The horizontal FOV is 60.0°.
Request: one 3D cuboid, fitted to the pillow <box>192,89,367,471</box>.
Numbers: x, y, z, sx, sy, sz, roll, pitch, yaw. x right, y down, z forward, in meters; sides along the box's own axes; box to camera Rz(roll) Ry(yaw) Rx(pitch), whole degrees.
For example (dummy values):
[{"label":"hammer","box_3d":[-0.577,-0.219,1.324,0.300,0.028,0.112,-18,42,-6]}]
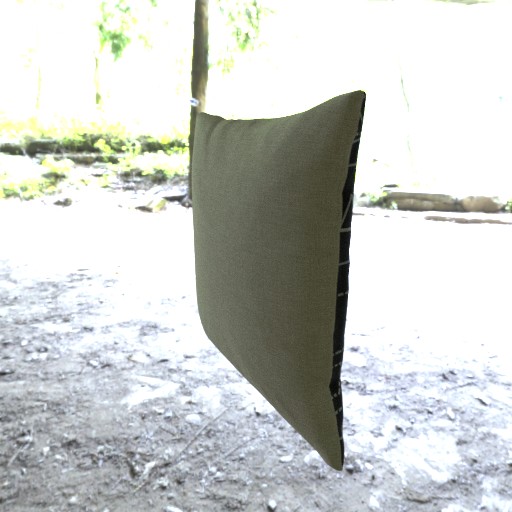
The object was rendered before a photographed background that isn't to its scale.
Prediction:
[{"label":"pillow","box_3d":[0.000,0.000,0.779,0.158,0.508,0.517,-8,17,-26]}]
